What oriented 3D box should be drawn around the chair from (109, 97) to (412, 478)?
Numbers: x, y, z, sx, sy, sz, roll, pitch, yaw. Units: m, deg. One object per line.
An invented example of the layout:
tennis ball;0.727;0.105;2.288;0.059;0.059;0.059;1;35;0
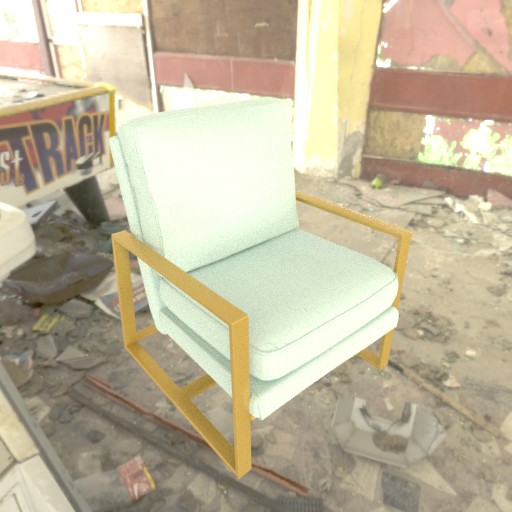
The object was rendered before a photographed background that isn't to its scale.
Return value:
chair;0.000;0.000;1.557;0.758;0.956;0.813;-23;37;-34
